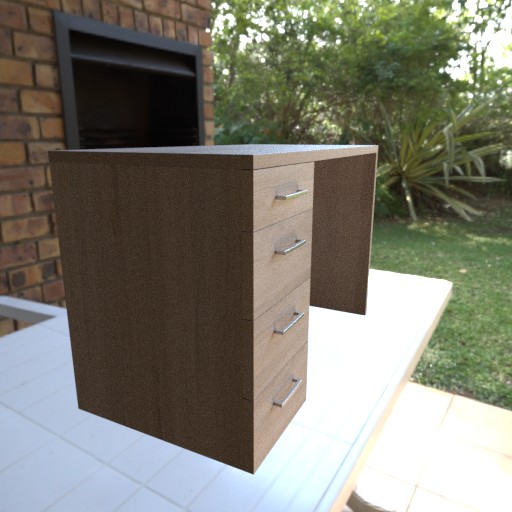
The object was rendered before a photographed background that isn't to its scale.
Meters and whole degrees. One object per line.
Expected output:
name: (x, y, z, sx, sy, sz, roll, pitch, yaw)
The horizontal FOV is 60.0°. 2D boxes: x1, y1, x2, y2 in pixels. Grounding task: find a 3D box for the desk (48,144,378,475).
desk: (0.000, 0.000, 1.536, 0.600, 0.731, 1.100, 8, 17, 26)
